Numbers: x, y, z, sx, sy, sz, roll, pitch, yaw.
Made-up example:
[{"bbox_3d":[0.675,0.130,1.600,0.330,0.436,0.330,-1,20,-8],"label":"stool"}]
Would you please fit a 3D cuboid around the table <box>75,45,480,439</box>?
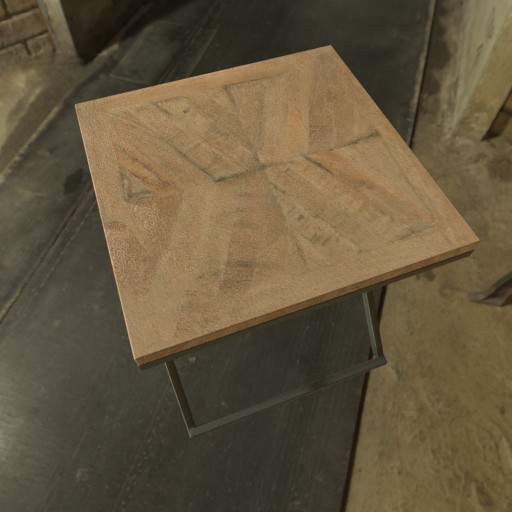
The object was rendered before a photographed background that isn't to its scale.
[{"bbox_3d":[0.000,0.000,0.936,0.499,0.550,0.498,-18,60,-11],"label":"table"}]
